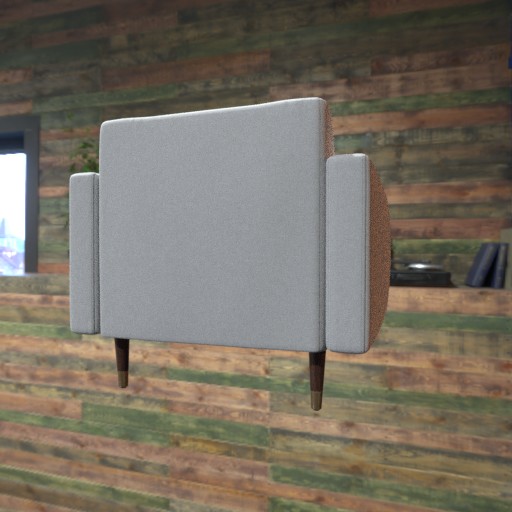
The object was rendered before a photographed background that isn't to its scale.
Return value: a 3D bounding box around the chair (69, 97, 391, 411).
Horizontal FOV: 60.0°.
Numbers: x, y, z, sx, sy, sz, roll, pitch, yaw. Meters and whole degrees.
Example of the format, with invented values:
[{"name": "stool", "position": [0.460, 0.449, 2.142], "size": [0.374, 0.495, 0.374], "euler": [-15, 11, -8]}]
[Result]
[{"name": "chair", "position": [0.000, 0.000, 1.658], "size": [0.953, 0.819, 0.998], "euler": [0, 0, 19]}]
